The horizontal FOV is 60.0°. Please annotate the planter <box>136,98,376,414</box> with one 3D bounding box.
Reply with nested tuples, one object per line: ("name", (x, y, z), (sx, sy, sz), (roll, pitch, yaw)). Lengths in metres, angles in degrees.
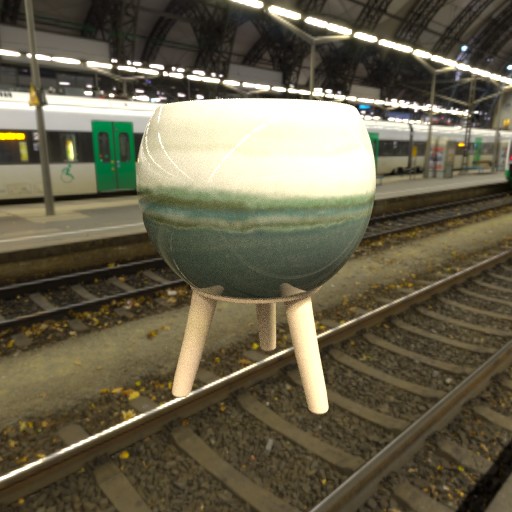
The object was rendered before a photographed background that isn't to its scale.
("planter", (0.000, 0.000, 0.441), (0.222, 0.278, 0.222), (0, 13, 0))
